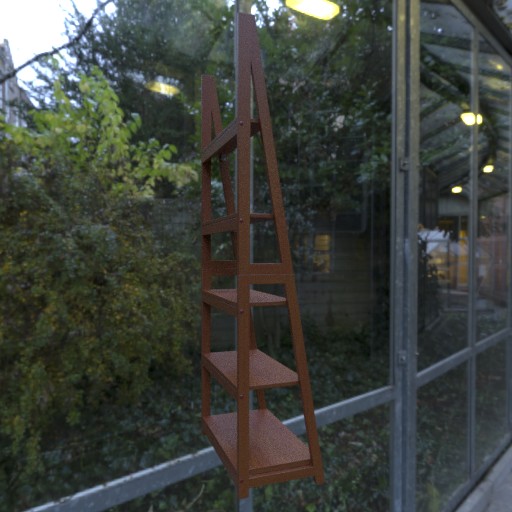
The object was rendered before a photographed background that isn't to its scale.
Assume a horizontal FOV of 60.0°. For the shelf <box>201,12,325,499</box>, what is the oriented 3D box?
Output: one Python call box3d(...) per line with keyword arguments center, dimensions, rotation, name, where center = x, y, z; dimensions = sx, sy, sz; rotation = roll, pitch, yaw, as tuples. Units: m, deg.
box3d(center=(0.000, 0.000, 1.971), dimensions=(0.356, 1.780, 0.630), rotation=(0, 1, -20), name="shelf")
